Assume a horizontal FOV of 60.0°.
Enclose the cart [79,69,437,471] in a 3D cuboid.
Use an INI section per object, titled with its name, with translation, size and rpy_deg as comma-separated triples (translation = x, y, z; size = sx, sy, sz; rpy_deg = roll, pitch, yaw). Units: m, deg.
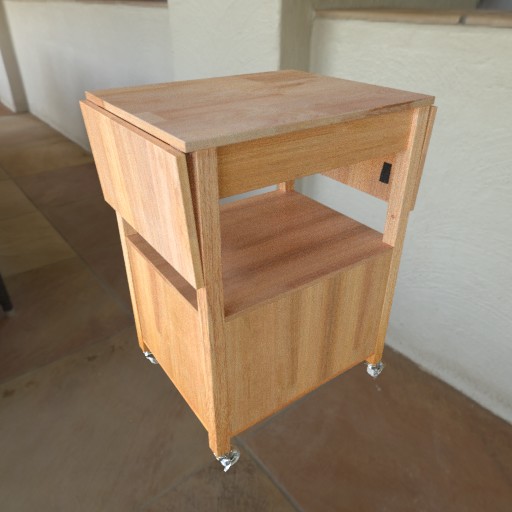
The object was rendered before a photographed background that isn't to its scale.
[cart]
translation = 0.000, 0.000, 1.200
size = 0.640, 0.838, 0.508
rpy_deg = -20, 36, -30
